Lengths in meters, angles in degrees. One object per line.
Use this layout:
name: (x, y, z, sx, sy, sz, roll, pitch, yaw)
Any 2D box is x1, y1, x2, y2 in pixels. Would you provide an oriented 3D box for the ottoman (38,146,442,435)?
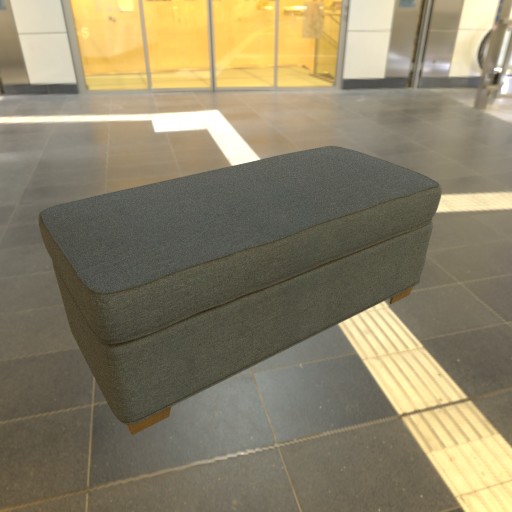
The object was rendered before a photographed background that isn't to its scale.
ottoman: (0.000, 0.000, 1.382, 1.110, 0.460, 0.515, -19, 35, -29)
